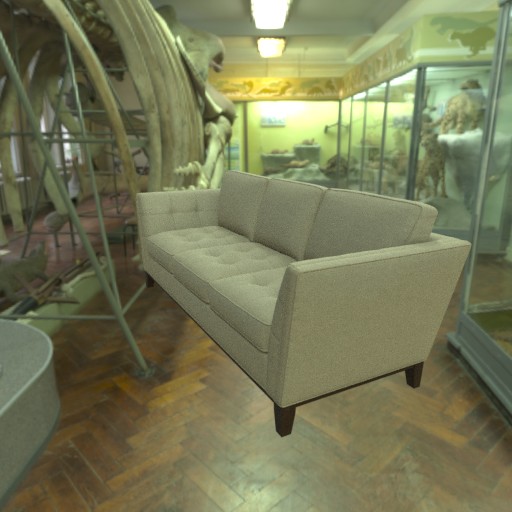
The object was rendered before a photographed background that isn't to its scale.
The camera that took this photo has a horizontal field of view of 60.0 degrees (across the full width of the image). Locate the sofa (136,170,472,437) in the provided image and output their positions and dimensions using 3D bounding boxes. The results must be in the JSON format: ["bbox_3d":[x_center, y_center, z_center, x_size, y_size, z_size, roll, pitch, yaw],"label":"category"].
[{"bbox_3d":[0.000,0.000,2.890,0.965,0.940,2.388,-8,18,-27],"label":"sofa"}]
